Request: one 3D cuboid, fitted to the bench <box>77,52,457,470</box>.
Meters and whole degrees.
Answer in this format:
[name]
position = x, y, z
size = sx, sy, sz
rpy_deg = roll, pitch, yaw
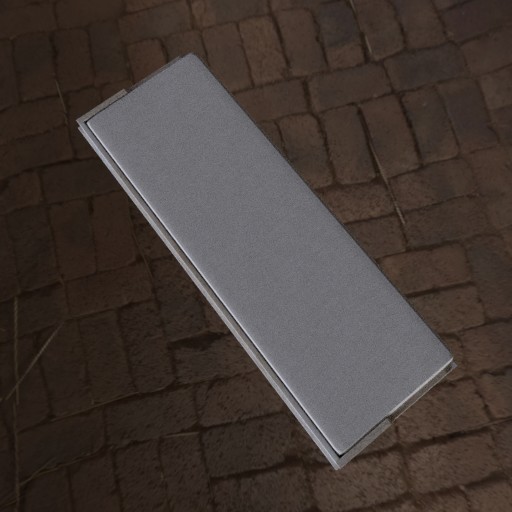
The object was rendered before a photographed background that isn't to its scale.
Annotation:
[bench]
position = 0.000, 0.000, 1.385
size = 0.398, 0.501, 1.140
rpy_deg = -37, 80, -8
